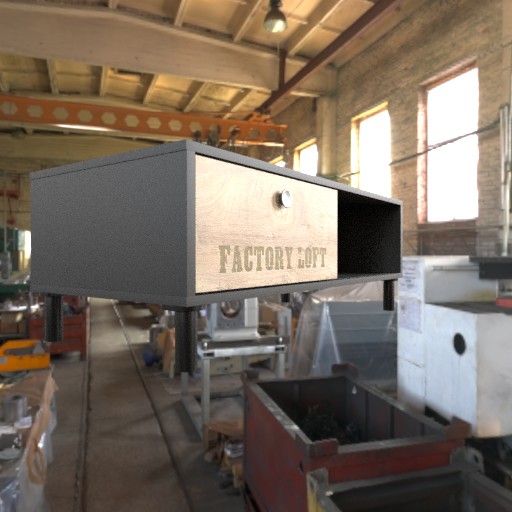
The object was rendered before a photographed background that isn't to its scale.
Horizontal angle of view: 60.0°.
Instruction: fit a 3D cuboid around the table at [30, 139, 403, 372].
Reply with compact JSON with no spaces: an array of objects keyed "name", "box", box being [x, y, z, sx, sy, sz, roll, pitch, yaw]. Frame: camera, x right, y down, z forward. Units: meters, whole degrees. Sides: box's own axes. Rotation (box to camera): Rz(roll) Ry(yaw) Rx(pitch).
[{"name":"table","box":[0.000,0.000,1.341,0.550,0.400,1.100,0,1,37]}]
